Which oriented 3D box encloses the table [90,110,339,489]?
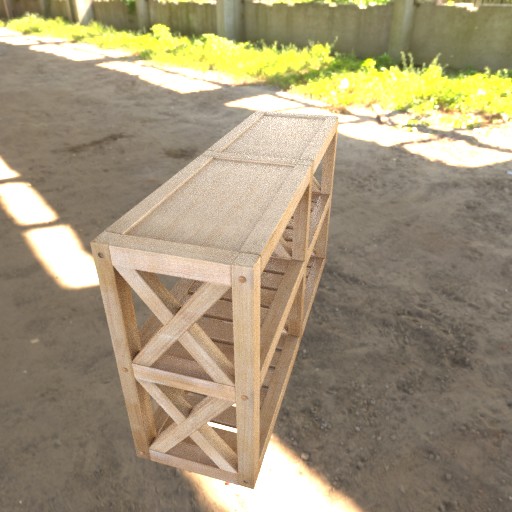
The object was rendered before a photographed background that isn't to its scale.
[{"bbox_3d":[0.000,0.000,1.668,0.381,0.762,1.320,9,32,14],"label":"table"}]
